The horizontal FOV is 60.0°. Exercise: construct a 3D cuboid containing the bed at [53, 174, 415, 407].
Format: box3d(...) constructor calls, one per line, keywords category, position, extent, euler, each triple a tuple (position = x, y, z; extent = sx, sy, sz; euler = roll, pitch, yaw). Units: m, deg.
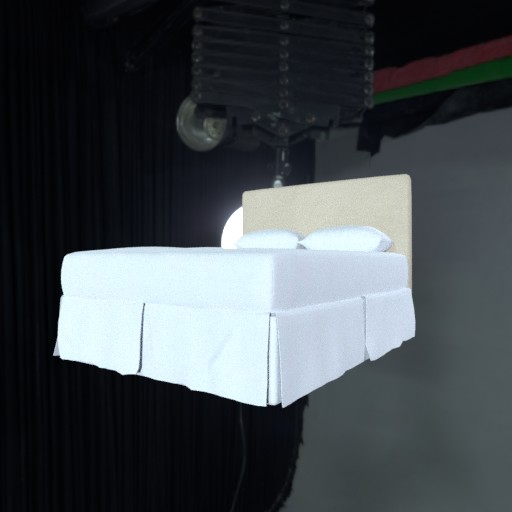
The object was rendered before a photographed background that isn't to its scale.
box3d(category="bed", position=(0.000, 0.000, 3.161), extent=(1.723, 1.330, 2.142), euler=(0, 0, 35))
